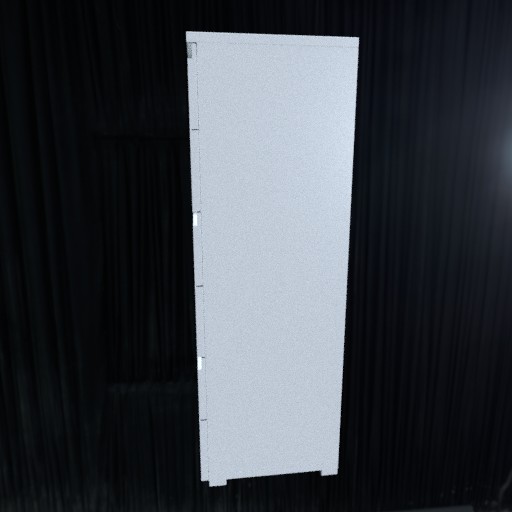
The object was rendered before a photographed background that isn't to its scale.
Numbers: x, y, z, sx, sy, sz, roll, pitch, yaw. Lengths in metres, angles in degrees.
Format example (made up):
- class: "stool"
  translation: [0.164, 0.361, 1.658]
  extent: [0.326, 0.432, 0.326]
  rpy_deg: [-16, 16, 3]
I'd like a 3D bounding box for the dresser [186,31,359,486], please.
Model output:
- class: "dresser"
  translation: [0.000, 0.000, 1.462]
  extent: [0.400, 1.190, 0.650]
  rpy_deg: [-2, 13, -7]
